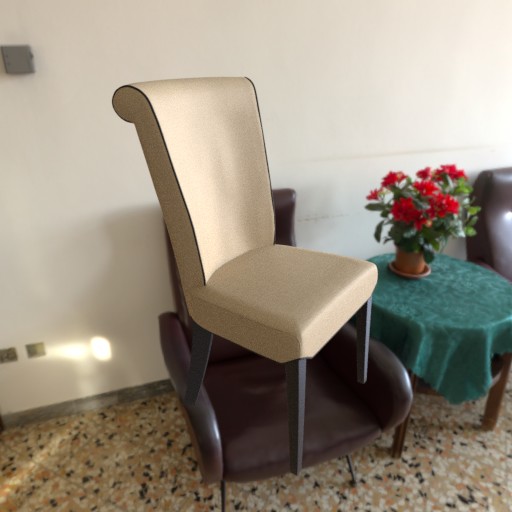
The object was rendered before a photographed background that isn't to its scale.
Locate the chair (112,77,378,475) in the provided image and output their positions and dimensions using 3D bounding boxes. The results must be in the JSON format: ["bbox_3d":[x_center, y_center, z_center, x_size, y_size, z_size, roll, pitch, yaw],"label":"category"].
[{"bbox_3d":[0.000,0.000,1.361,0.623,0.997,0.522,17,30,32],"label":"chair"}]
